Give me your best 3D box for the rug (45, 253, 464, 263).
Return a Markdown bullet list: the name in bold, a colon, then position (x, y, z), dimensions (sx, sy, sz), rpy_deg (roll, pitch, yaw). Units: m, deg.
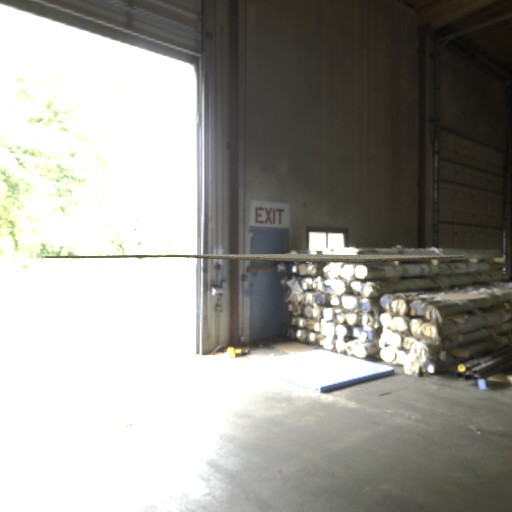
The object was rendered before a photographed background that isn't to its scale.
- **rug**: position (0.000, 0.000, 4.791), dimensions (3.626, 0.051, 2.757), rpy_deg (0, 1, 36)
